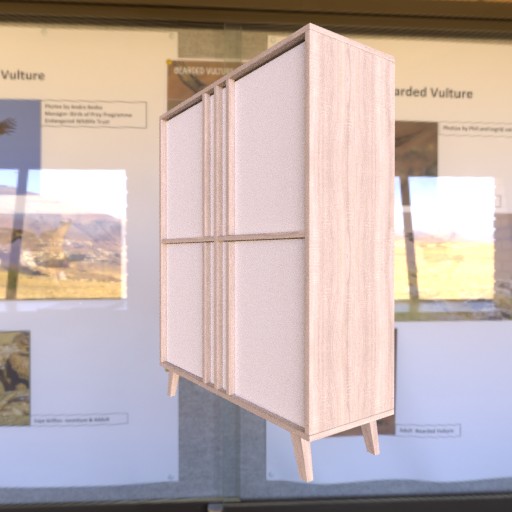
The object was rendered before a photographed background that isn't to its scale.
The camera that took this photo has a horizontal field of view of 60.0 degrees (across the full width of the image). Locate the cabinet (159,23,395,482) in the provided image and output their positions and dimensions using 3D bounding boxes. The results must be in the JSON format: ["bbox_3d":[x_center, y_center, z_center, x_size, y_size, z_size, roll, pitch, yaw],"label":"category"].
[{"bbox_3d":[0.000,0.000,1.882,0.398,1.388,1.111,0,1,-35],"label":"cabinet"}]
